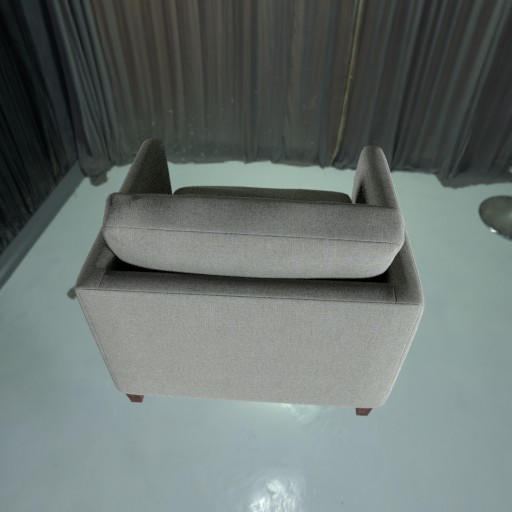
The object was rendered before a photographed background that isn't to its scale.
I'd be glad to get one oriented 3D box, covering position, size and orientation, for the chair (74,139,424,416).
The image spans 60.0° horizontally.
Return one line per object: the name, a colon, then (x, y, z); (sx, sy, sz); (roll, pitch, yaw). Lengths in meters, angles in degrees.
chair: (0.000, 0.000, 1.857); (1.107, 0.963, 0.959); (2, 44, 3)
